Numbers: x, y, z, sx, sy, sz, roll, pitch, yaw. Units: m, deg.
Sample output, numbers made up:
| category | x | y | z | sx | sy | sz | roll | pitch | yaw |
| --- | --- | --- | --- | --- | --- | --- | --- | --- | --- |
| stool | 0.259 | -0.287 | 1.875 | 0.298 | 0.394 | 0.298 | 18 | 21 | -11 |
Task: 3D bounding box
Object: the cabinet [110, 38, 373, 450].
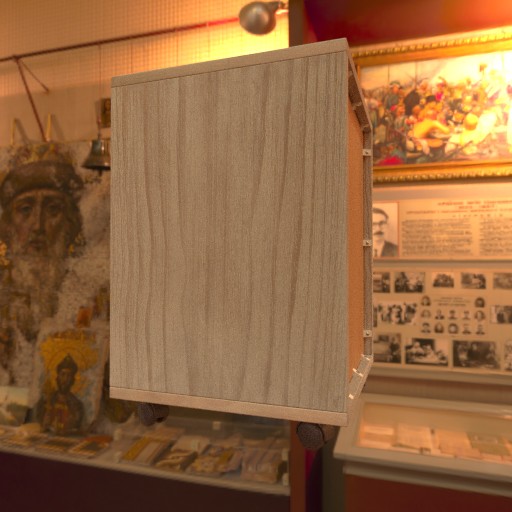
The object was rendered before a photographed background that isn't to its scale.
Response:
| category | x | y | z | sx | sy | sz | roll | pitch | yaw |
| --- | --- | --- | --- | --- | --- | --- | --- | --- | --- |
| cabinet | 0.000 | 0.000 | 0.850 | 0.401 | 0.579 | 0.409 | 0 | -1 | 19 |
